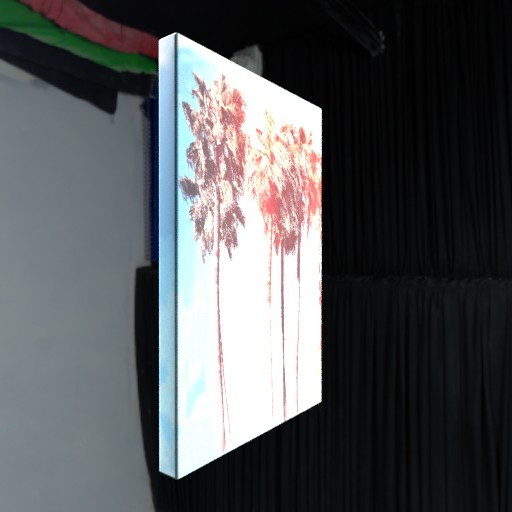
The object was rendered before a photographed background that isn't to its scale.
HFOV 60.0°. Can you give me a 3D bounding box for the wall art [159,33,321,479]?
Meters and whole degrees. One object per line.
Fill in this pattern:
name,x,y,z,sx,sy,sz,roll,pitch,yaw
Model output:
wall art,0.000,0.000,0.771,0.038,0.610,0.401,0,0,37
